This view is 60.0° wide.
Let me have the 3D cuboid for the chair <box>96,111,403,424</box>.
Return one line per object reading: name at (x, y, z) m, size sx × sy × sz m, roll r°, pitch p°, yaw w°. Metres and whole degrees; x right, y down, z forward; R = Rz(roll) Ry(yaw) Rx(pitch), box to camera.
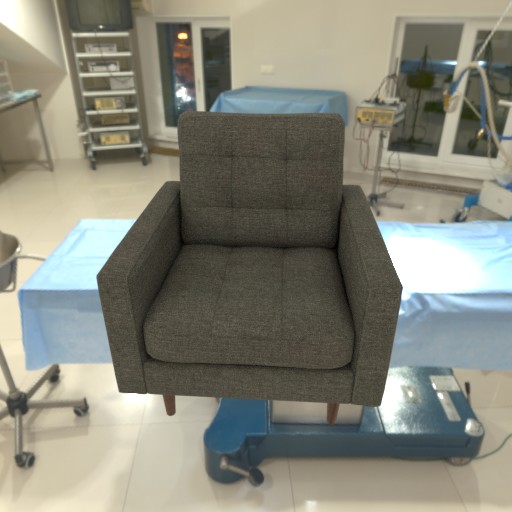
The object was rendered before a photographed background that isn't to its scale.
chair at (0.000, 0.000, 1.559) m, size 0.821 × 0.880 × 0.843 m, roll 2°, pitch 29°, yaw 3°
